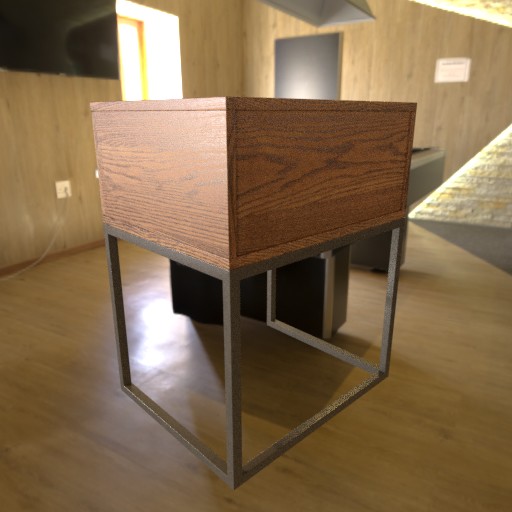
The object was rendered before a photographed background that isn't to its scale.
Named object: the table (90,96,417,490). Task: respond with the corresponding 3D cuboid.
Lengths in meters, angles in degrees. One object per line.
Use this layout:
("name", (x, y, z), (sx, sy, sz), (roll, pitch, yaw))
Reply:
("table", (0.000, 0.000, 0.930), (0.482, 0.610, 0.400), (-16, 24, -41))
